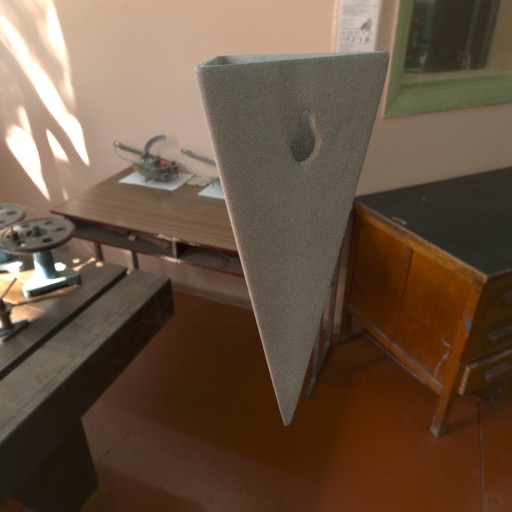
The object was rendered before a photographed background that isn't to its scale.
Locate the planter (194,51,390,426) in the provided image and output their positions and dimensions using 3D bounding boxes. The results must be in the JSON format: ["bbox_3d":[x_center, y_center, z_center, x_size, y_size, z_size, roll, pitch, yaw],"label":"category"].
[{"bbox_3d":[0.000,0.000,0.265,0.101,0.224,0.081,-19,35,-29],"label":"planter"}]
